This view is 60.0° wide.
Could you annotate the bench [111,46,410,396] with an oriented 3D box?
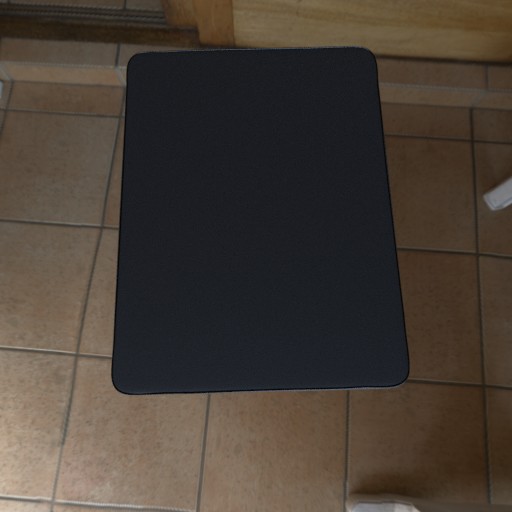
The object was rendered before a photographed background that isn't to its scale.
[{"bbox_3d":[0.000,0.000,0.758,0.321,0.500,0.424,-2,76,0],"label":"bench"}]
